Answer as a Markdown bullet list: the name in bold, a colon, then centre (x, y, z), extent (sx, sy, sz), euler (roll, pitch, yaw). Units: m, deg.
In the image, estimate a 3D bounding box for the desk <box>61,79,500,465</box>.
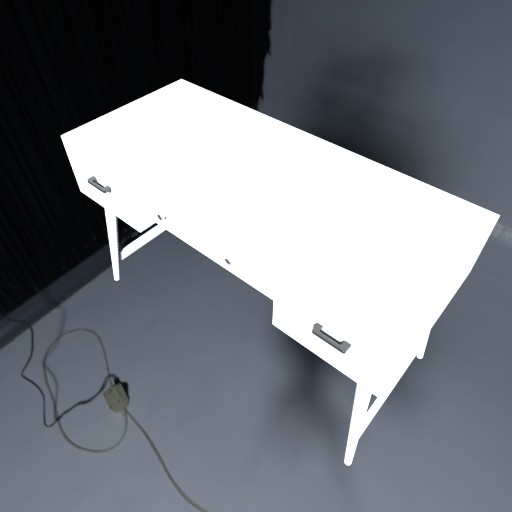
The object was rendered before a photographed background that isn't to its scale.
- **desk**: centre (0.000, 0.000, 1.670), extent (1.313, 0.762, 0.589), euler (32, 54, 26)
